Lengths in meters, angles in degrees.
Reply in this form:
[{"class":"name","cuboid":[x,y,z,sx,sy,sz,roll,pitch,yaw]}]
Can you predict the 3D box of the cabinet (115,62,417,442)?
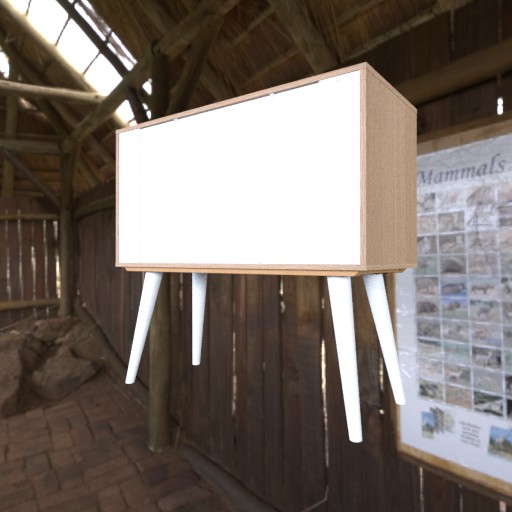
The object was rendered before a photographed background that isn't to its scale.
[{"class":"cabinet","cuboid":[0.000,0.000,1.664,1.057,1.016,0.470,0,-1,36]}]
